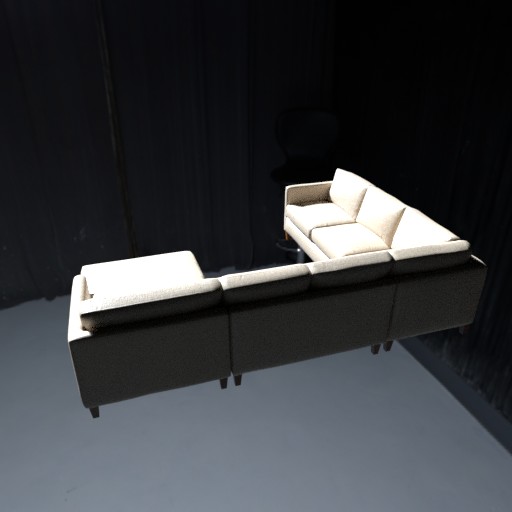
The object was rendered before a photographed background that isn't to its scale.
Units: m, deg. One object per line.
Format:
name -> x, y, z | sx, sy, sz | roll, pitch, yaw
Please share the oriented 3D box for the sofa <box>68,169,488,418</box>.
sofa -> 0.000, 0.000, 4.567 | 3.460, 0.961, 2.594 | -8, 29, -16
